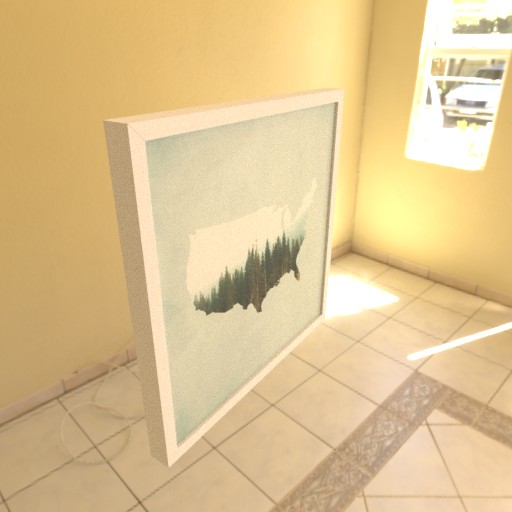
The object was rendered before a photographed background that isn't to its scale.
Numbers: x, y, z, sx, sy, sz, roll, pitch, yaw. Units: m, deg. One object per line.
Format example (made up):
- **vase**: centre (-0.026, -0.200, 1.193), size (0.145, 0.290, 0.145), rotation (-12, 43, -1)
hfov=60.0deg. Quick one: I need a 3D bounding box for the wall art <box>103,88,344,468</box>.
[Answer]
- **wall art**: centre (0.000, 0.000, 0.457), size (0.024, 0.304, 0.304), rotation (17, 30, 32)
